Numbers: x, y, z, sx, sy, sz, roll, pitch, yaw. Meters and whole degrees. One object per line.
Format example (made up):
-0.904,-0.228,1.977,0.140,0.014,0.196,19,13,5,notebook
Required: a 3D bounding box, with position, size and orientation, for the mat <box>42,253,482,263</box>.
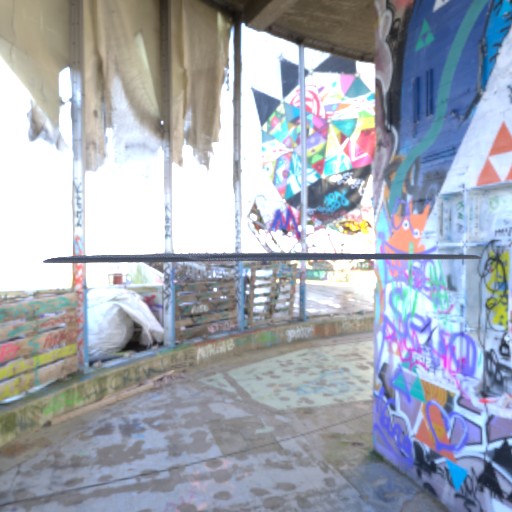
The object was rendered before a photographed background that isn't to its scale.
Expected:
0.000,0.000,1.855,1.525,0.016,0.917,0,1,-18,mat
